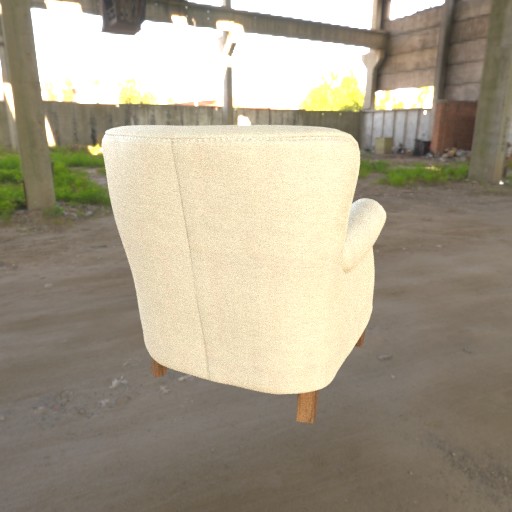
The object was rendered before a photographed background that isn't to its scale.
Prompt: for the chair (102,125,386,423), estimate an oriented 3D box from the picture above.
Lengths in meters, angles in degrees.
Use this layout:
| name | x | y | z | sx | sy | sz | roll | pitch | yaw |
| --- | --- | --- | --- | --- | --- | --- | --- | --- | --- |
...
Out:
| name | x | y | z | sx | sy | sz | roll | pitch | yaw |
| --- | --- | --- | --- | --- | --- | --- | --- | --- | --- |
| chair | 0.000 | 0.000 | 1.656 | 0.861 | 0.936 | 0.921 | 9 | 18 | 27 |
